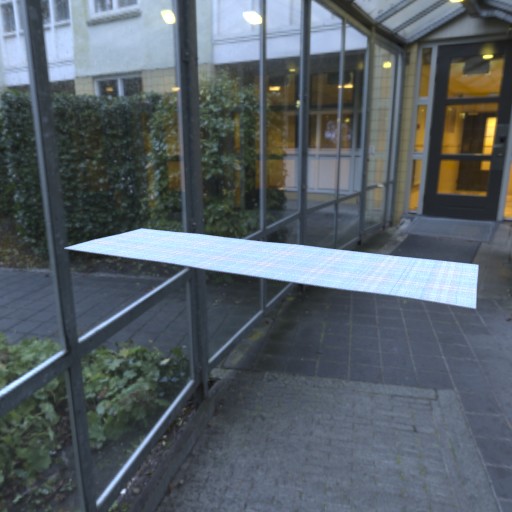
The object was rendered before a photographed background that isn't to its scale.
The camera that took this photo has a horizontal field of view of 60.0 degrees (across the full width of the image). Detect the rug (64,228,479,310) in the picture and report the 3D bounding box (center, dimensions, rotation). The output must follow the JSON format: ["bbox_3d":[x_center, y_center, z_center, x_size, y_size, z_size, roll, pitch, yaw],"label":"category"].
[{"bbox_3d":[0.000,0.000,2.709,2.439,0.013,0.762,7,16,26],"label":"rug"}]
